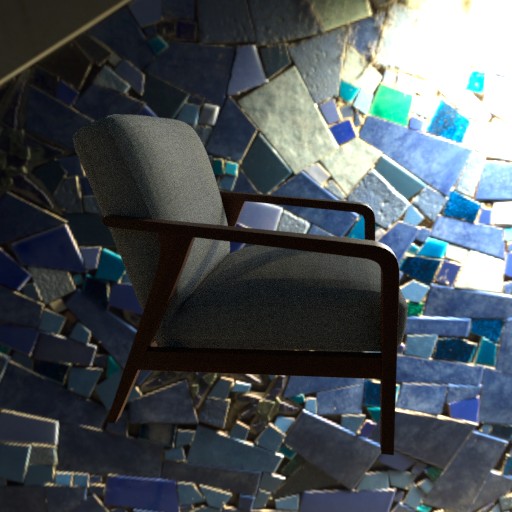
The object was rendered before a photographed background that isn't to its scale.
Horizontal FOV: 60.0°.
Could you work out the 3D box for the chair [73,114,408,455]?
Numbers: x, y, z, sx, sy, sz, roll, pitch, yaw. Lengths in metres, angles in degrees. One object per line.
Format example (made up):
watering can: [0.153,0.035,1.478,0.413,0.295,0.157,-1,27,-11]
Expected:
chair: [0.000,0.000,1.407,0.858,0.847,0.704,3,15,10]
